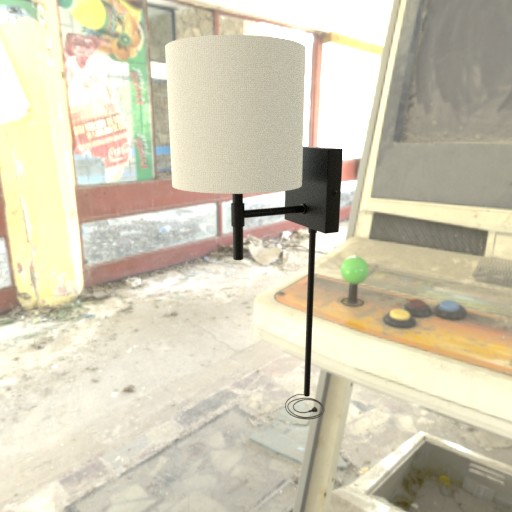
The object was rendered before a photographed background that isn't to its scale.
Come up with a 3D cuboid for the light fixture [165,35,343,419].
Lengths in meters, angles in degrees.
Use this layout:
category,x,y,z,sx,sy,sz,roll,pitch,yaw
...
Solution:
category,x,y,z,sx,sy,sz,roll,pitch,yaw
light fixture,0.000,0.000,0.692,0.248,0.589,0.188,-8,18,-25
